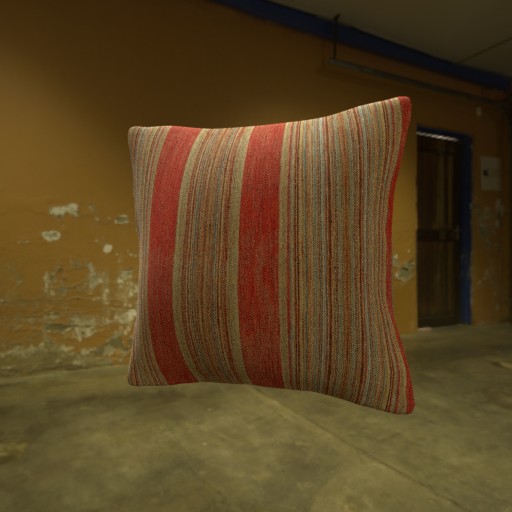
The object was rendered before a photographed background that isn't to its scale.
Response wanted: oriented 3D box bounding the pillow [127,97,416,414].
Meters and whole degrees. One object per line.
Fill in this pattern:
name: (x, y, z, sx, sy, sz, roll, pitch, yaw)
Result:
pillow: (0.000, 0.000, 0.647, 0.437, 0.419, 0.136, 0, -1, 18)
